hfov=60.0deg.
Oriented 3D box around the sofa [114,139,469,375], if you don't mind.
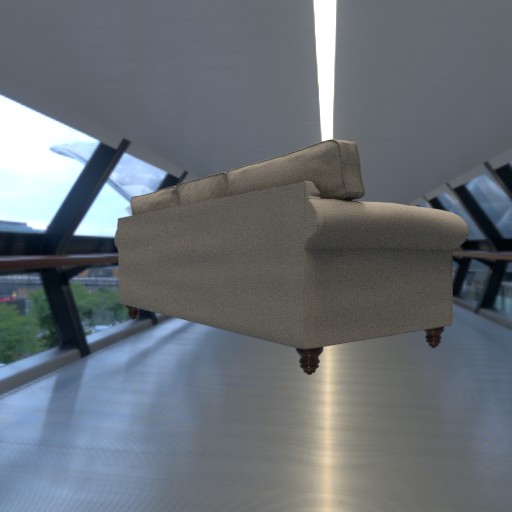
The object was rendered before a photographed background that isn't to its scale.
[{"bbox_3d":[0.000,0.000,2.638,0.998,0.889,2.118,0,0,-36],"label":"sofa"}]
